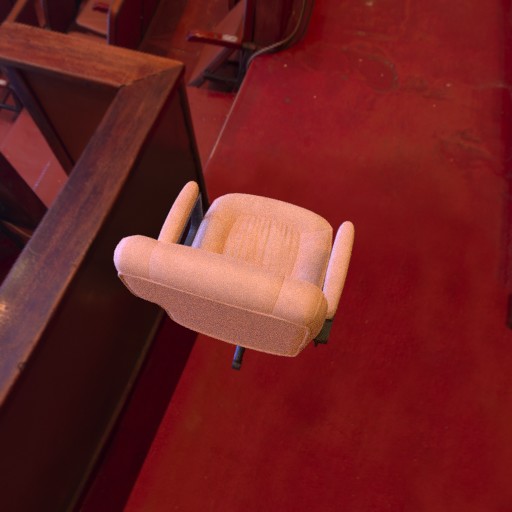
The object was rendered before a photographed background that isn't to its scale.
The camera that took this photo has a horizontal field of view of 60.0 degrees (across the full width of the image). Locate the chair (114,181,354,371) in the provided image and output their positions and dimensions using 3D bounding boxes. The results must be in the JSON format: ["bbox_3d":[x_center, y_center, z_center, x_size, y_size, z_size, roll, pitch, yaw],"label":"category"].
[{"bbox_3d":[0.000,0.000,1.591,0.667,1.105,0.724,15,66,7],"label":"chair"}]
